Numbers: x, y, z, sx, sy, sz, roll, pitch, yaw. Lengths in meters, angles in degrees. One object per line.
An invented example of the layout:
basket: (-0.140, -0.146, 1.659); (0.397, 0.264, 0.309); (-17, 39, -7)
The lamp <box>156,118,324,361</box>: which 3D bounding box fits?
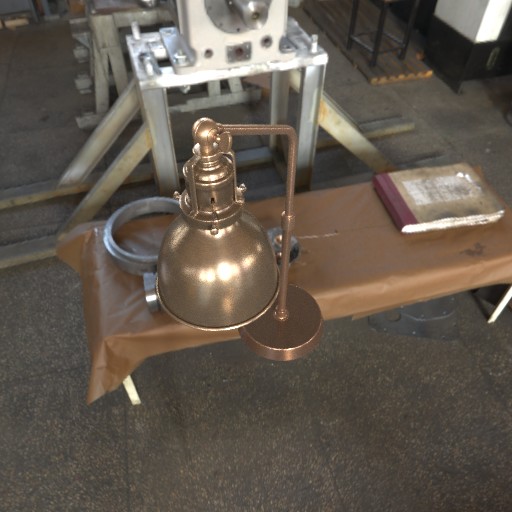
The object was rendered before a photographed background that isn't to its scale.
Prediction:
lamp: (0.000, 0.000, 0.581); (0.153, 0.456, 0.286); (33, 55, 26)
